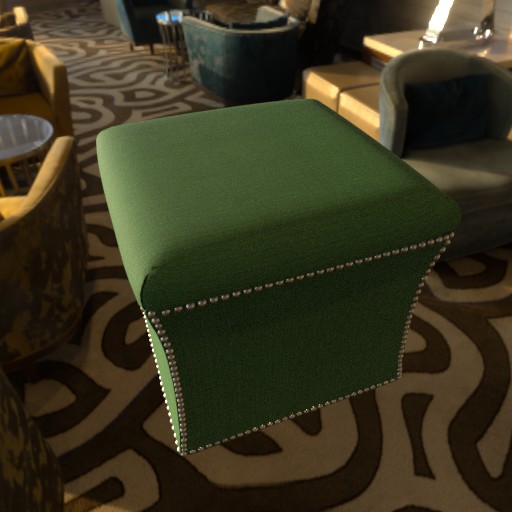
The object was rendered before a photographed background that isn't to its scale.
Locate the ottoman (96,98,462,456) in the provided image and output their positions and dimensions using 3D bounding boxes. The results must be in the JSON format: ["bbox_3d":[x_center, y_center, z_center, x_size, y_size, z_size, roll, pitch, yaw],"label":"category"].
[{"bbox_3d":[0.000,0.000,0.890,0.507,0.475,0.497,-14,41,-16],"label":"ottoman"}]
